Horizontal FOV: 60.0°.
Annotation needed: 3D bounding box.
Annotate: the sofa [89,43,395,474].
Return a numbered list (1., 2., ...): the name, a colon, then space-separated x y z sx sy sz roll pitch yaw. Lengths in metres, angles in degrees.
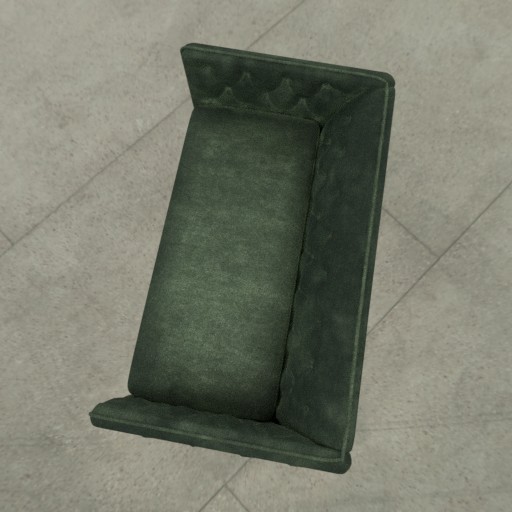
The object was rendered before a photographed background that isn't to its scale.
1. sofa: 0.000 0.000 1.977 0.895 0.768 1.537 10 77 2
